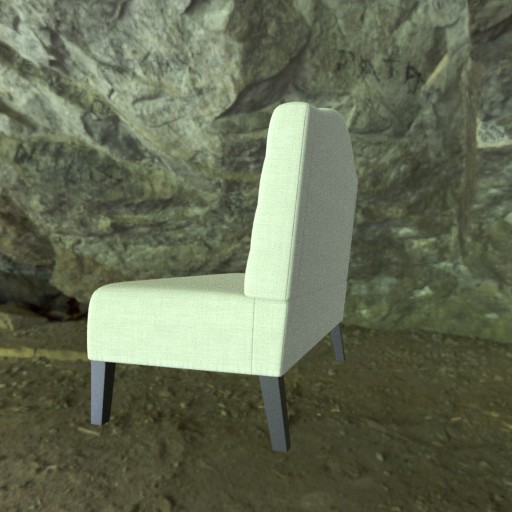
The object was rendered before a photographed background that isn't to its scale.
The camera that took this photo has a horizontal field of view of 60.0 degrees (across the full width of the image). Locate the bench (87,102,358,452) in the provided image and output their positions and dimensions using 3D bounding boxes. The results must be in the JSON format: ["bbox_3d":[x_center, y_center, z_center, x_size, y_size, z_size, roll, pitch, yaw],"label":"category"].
[{"bbox_3d":[0.000,0.000,2.036,0.815,1.180,1.335,0,0,19],"label":"bench"}]
